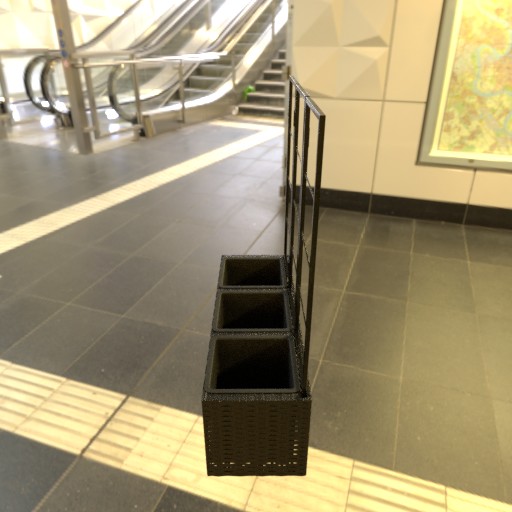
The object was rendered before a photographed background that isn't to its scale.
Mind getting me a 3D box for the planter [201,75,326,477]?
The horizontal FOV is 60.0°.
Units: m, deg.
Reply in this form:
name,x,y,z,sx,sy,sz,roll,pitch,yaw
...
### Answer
name,x,y,z,sx,sy,sz,roll,pitch,yaw
planter,0.000,0.000,1.188,0.244,0.841,0.698,0,27,0
